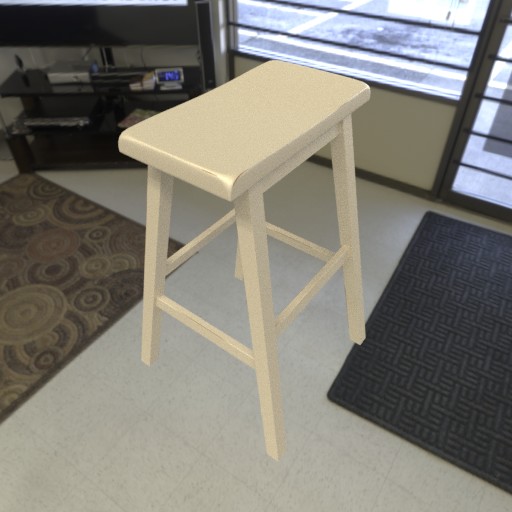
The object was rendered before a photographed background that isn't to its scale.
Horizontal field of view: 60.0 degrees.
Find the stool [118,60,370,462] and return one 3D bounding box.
[{"bbox_3d":[0.000,0.000,1.048,0.476,0.737,0.457,27,49,26],"label":"stool"}]
